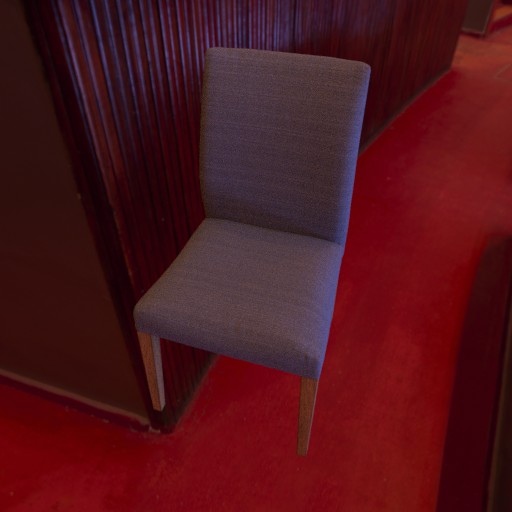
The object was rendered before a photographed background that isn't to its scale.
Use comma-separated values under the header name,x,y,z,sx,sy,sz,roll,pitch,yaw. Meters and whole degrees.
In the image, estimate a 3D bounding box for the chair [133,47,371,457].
name,x,y,z,sx,sy,sz,roll,pitch,yaw
chair,0.000,0.000,1.250,0.496,0.940,0.585,12,43,13
